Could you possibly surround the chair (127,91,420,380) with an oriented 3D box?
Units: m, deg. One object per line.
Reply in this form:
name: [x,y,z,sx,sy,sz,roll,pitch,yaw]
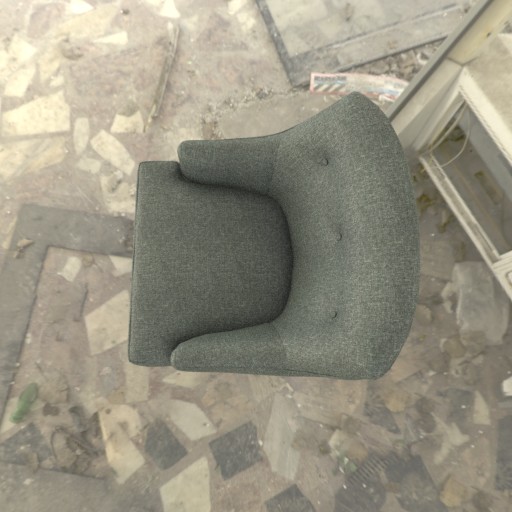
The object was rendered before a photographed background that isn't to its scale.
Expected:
chair: [0.000,0.000,1.624,0.923,0.856,0.864,-1,76,0]
